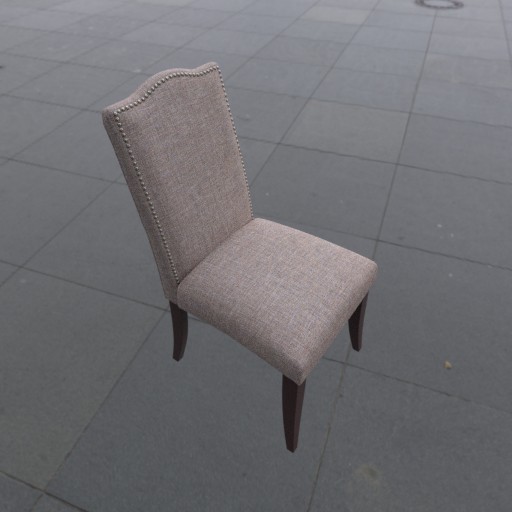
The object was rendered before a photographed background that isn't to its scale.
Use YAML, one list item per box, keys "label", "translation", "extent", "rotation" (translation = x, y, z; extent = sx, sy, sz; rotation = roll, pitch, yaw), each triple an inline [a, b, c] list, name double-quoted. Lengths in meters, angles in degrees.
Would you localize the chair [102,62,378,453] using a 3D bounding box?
- label: "chair"
  translation: [0.000, 0.000, 1.403]
  extent: [0.660, 1.016, 0.513]
  rotation: [25, 48, 25]
